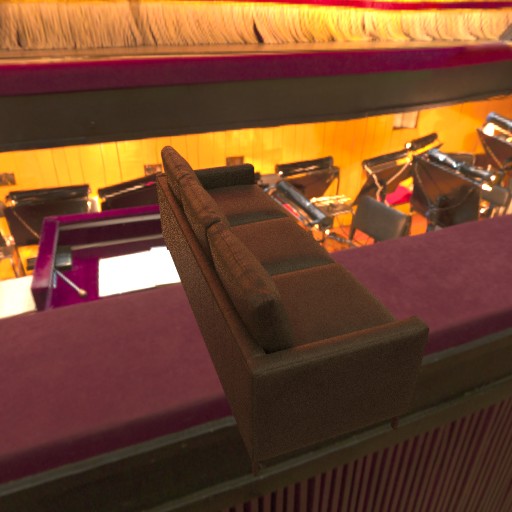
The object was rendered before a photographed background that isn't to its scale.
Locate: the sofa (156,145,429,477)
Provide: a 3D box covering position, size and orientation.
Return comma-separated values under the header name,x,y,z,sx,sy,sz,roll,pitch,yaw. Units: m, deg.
name,x,y,z,sx,sy,sz,roll,pitch,yaw
sofa,0.000,0.000,2.422,0.748,0.805,2.029,-10,32,-17
